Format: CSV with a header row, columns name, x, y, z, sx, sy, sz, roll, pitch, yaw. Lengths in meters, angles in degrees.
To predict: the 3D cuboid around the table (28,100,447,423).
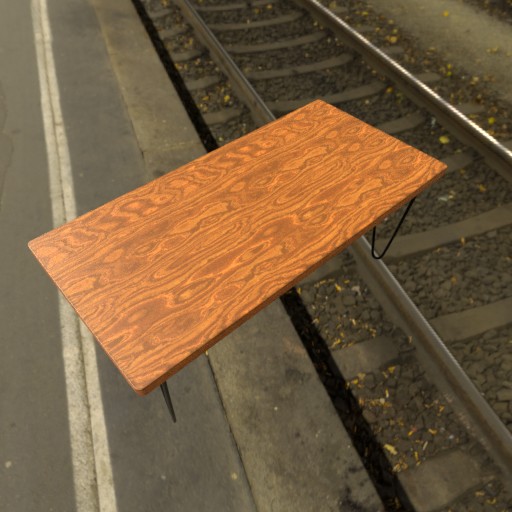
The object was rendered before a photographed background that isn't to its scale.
name,x,y,z,sx,sy,sz,roll,pitch,yaw
table,0.000,0.000,2.310,1.791,0.753,0.883,-33,56,-26
